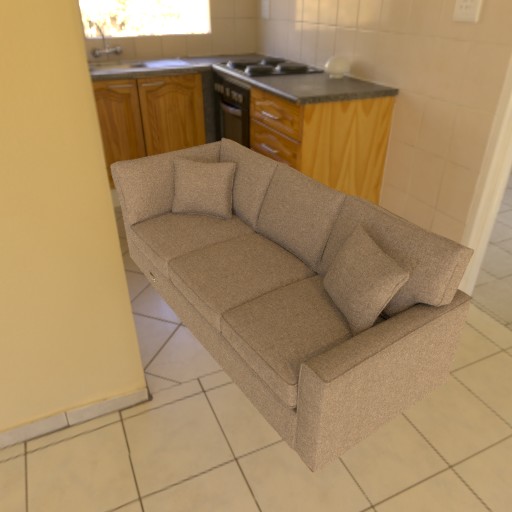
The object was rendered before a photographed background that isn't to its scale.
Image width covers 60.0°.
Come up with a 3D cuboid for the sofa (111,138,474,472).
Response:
[{"bbox_3d":[0.000,0.000,2.835,1.061,0.962,2.317,-19,36,-29],"label":"sofa"}]
